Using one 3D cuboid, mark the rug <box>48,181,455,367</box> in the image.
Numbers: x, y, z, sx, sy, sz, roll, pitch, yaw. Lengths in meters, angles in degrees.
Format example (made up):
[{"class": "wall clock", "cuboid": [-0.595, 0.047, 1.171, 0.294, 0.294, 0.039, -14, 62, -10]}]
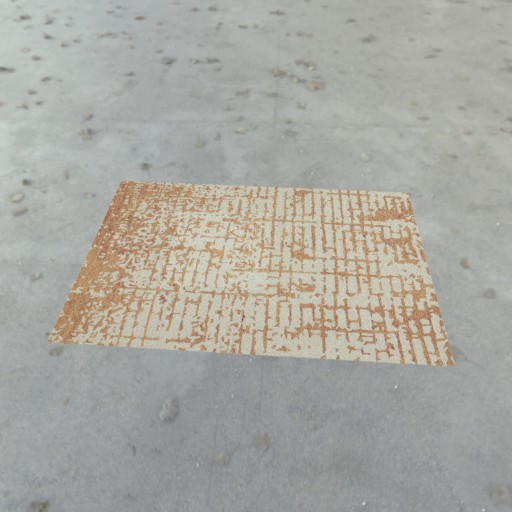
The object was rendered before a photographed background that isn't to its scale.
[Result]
[{"class": "rug", "cuboid": [0.000, 0.000, 2.402, 1.829, 0.011, 1.219, 3, 46, 3]}]
